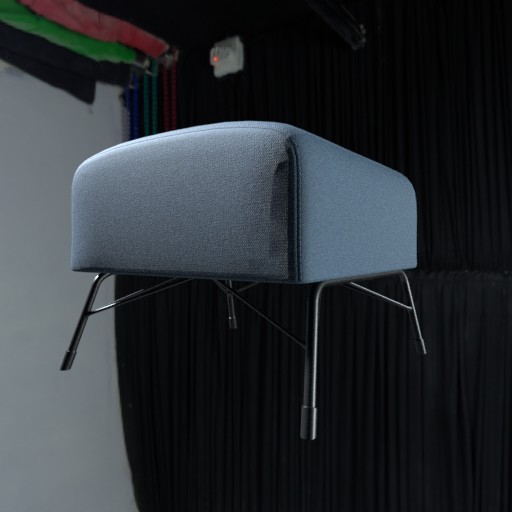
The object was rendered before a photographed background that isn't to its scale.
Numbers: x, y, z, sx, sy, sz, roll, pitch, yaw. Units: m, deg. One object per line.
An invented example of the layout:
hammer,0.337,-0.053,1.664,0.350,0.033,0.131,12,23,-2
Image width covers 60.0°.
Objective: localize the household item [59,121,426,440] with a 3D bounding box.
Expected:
household item,0.000,0.000,0.885,0.530,0.420,0.530,1,2,35
